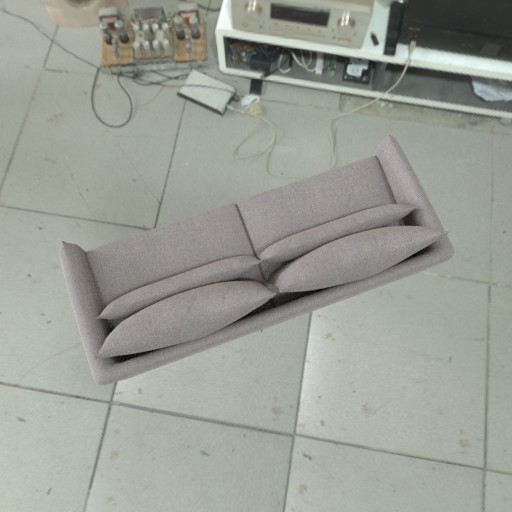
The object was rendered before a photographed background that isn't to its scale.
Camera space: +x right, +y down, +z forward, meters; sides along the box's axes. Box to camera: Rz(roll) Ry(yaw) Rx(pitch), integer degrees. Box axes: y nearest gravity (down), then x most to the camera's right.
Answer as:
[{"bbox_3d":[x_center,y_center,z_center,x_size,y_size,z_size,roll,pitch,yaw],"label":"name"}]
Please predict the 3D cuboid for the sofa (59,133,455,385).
[{"bbox_3d":[0.000,0.000,2.457,2.022,0.833,0.809,-19,75,-5],"label":"sofa"}]
